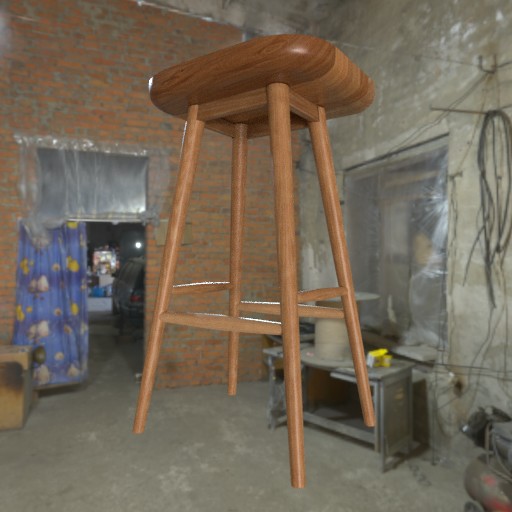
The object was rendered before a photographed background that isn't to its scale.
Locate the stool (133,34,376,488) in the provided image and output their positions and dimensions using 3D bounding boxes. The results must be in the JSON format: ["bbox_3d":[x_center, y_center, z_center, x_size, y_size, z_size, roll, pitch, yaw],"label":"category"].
[{"bbox_3d":[0.000,0.000,0.901,0.407,0.698,0.322,0,0,35],"label":"stool"}]
